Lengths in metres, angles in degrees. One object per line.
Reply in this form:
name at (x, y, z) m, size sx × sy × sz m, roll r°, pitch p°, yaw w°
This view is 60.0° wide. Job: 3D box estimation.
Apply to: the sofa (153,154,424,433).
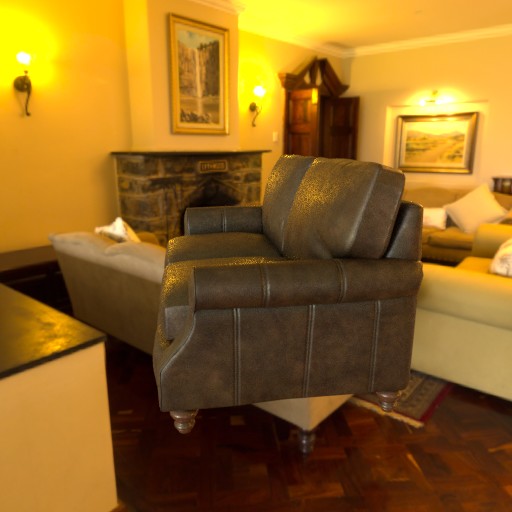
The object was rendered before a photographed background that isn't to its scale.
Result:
sofa at (0.000, 0.000, 2.235) m, size 0.990 × 0.976 × 1.616 m, roll -2°, pitch 14°, yaw -9°
